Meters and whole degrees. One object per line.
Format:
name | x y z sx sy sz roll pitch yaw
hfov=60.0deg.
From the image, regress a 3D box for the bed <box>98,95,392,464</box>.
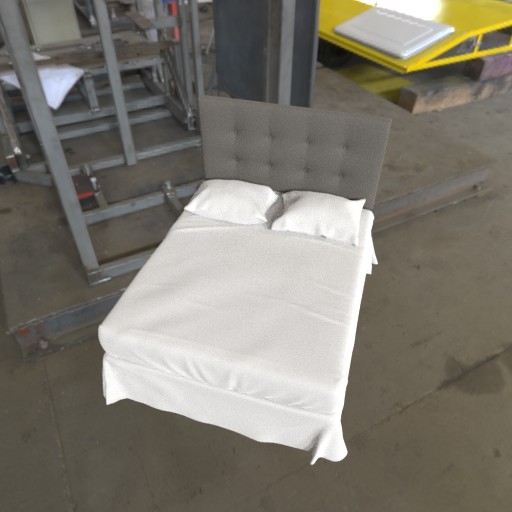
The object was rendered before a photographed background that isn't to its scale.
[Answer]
bed | 0.000 0.000 3.439 1.936 1.577 2.222 11 43 12
